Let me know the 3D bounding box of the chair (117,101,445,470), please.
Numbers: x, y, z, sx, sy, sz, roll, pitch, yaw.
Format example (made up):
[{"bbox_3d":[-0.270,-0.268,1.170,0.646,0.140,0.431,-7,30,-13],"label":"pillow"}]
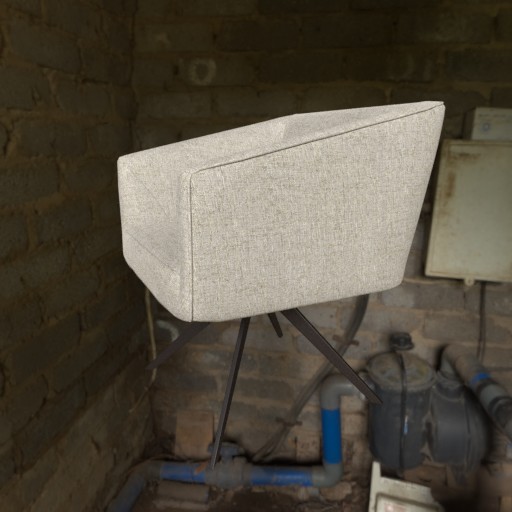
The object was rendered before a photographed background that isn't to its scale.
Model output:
[{"bbox_3d":[0.000,0.000,1.175,0.623,0.760,0.628,-7,16,-26],"label":"chair"}]
